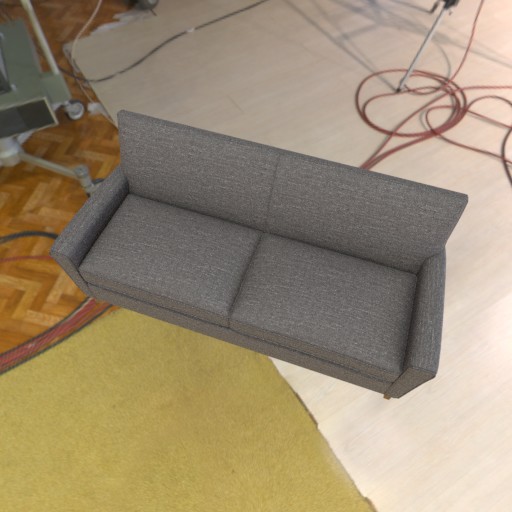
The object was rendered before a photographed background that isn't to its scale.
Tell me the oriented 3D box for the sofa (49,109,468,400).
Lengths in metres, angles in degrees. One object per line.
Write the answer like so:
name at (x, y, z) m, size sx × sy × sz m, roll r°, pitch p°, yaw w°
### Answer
sofa at (0.000, 0.000, 2.461) m, size 1.976 × 0.846 × 0.875 m, roll 16°, pitch 60°, yaw 10°
